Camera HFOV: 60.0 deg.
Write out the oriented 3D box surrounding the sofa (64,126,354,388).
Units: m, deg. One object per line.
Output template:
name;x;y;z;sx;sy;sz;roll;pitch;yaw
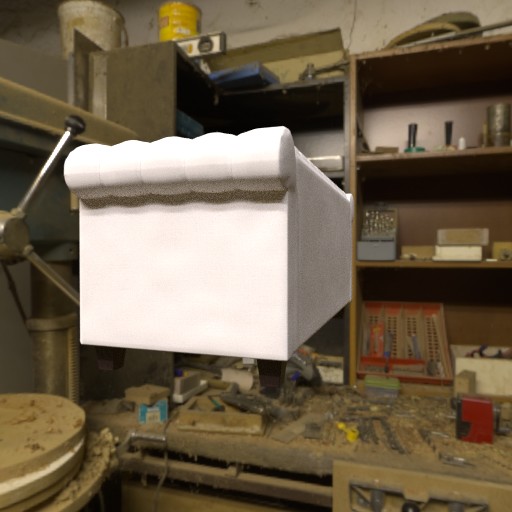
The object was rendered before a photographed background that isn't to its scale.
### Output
sofa;0.000;0.000;2.194;0.771;0.796;1.798;0;1;19
